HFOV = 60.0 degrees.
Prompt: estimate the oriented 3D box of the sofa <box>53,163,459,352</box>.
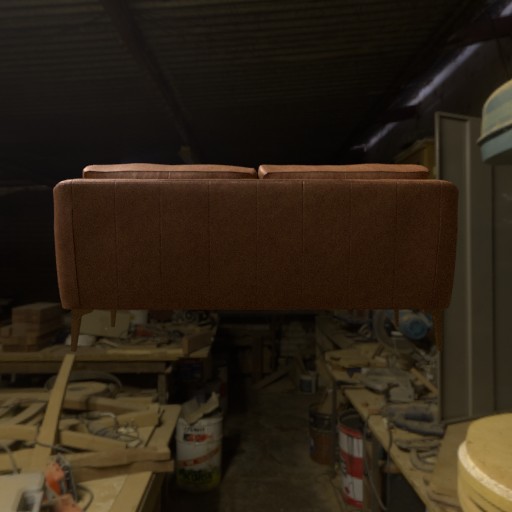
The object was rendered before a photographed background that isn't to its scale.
[{"bbox_3d":[0.000,0.000,2.557,2.036,0.945,0.981,0,-1,-1],"label":"sofa"}]
